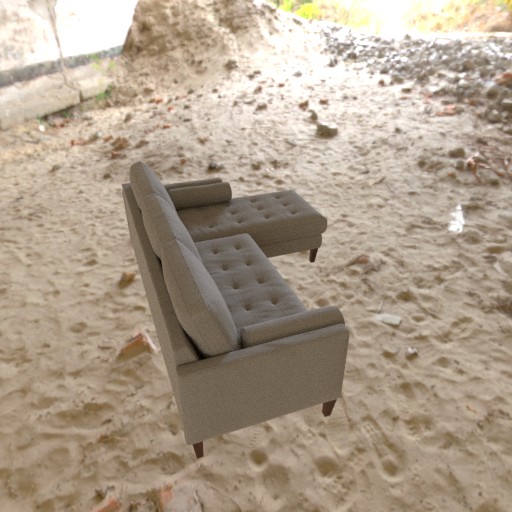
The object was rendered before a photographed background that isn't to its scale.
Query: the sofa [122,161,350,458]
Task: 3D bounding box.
[{"bbox_3d":[0.000,0.000,3.026,1.506,0.875,2.178,-11,33,-18],"label":"sofa"}]
